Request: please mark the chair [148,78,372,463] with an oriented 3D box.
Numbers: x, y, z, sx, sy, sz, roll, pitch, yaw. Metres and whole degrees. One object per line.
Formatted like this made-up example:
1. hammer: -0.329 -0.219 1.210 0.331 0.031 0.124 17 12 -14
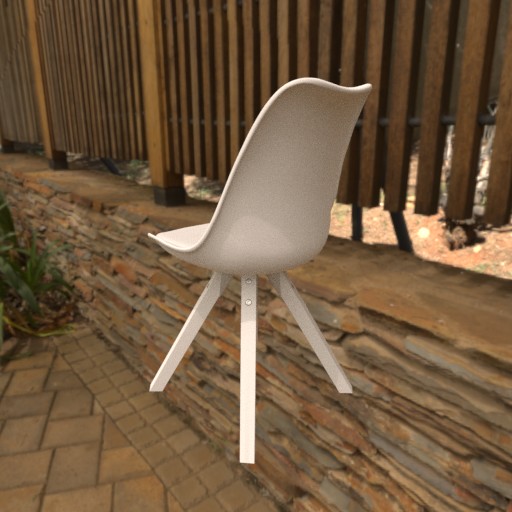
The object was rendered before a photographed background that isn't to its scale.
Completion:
1. chair: 0.000 0.000 1.195 0.485 0.850 0.550 -16 23 -42
